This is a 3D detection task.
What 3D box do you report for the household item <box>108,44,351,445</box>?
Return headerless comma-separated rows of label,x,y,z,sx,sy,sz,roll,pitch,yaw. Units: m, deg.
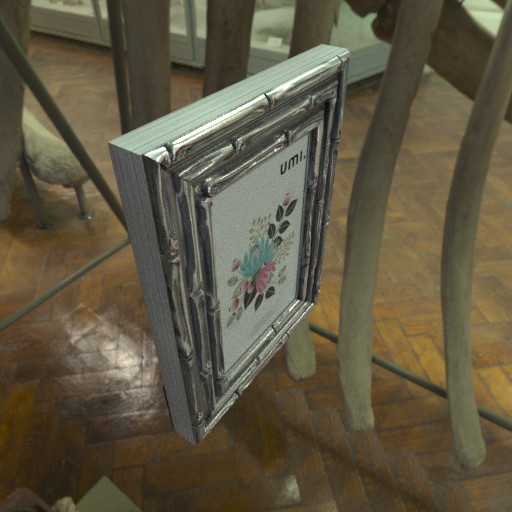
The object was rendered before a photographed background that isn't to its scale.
household item,0.000,0.000,0.285,0.025,0.216,0.165,25,46,27
